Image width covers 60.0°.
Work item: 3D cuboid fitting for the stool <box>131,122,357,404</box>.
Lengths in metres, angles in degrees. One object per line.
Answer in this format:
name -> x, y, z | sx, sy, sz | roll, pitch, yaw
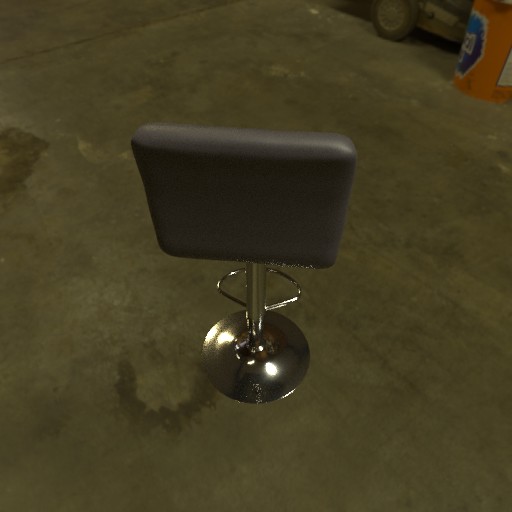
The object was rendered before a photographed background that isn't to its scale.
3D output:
stool -> 0.000, 0.000, 1.346 | 0.430, 1.115, 0.505 | 5, 47, 4
